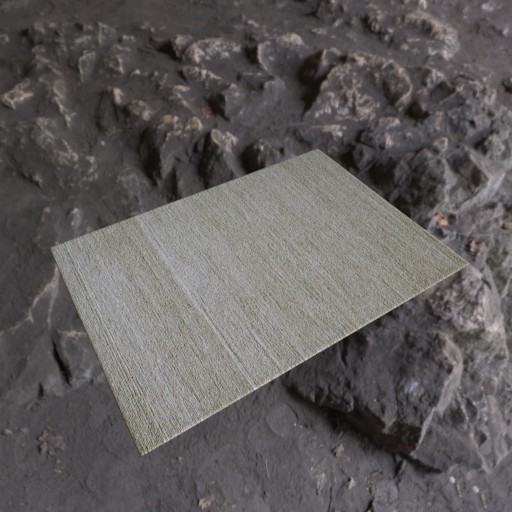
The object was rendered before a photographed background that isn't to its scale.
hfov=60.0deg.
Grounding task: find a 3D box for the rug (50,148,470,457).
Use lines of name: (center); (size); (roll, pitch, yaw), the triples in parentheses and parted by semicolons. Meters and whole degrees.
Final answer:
rug: (0.000, 0.000, 2.926); (2.270, 0.017, 1.606); (-24, 51, -22)
